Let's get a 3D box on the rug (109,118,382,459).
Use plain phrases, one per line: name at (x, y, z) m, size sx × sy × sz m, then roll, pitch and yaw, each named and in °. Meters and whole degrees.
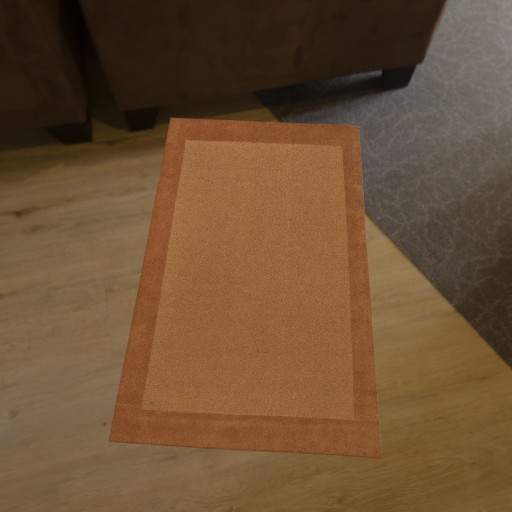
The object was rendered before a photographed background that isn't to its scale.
rug at (0.000, 0.000, 3.022) m, size 1.524 × 0.014 × 2.438 m, roll 3°, pitch 63°, yaw 1°
